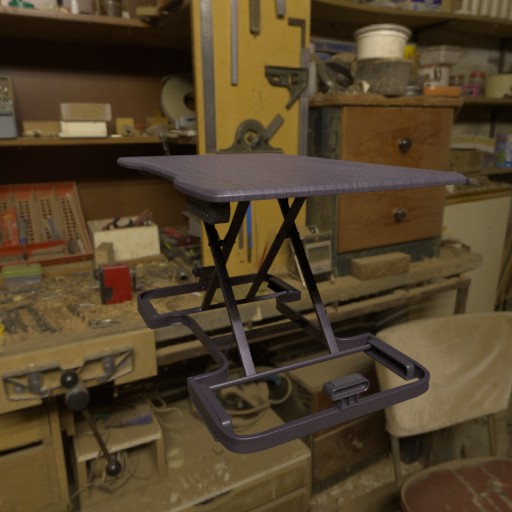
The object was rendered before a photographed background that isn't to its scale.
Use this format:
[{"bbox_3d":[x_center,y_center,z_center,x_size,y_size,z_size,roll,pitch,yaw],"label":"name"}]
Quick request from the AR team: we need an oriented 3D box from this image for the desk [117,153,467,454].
[{"bbox_3d":[0.000,0.000,1.152,0.546,0.470,0.820,-8,18,-25],"label":"desk"}]
